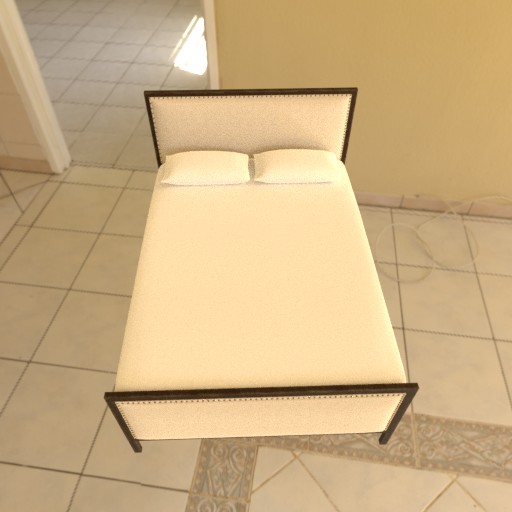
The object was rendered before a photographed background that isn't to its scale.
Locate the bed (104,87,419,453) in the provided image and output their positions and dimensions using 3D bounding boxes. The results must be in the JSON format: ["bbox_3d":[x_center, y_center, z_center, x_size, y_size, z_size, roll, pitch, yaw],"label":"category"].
[{"bbox_3d":[0.000,0.000,3.070,1.607,1.313,2.221,-1,47,-1],"label":"bed"}]
